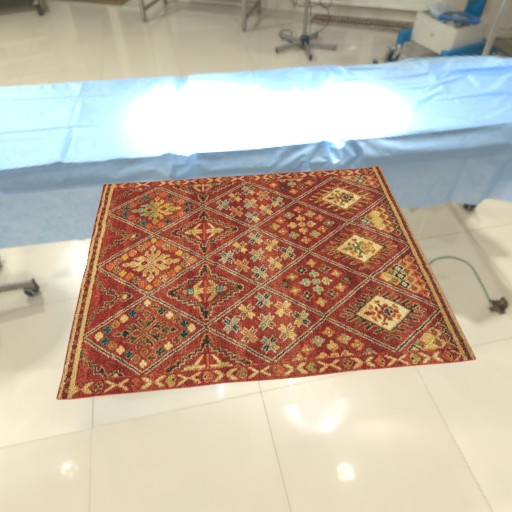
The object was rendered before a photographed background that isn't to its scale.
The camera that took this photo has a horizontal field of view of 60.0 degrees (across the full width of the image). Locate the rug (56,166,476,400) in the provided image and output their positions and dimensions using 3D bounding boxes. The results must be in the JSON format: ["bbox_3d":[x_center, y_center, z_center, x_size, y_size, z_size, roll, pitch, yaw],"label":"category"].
[{"bbox_3d":[0.000,0.000,4.065,3.086,0.030,2.489,-4,47,-4],"label":"rug"}]
